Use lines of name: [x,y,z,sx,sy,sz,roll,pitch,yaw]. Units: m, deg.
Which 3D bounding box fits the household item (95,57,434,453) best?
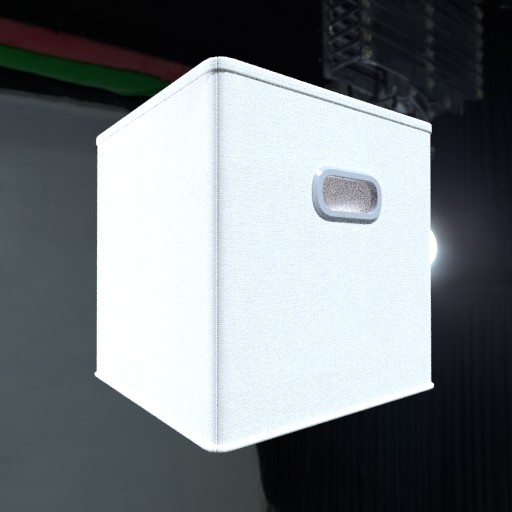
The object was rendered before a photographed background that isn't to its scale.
household item: [0.000,0.000,0.545,0.305,0.305,0.305,0,-1,-37]
